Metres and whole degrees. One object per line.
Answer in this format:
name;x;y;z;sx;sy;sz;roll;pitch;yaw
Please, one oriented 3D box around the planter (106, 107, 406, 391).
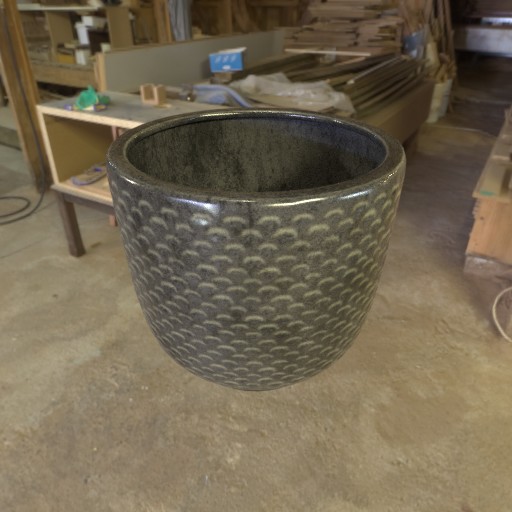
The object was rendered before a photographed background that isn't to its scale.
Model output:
planter;0.000;0.000;0.245;0.140;0.129;0.140;0;31;0
